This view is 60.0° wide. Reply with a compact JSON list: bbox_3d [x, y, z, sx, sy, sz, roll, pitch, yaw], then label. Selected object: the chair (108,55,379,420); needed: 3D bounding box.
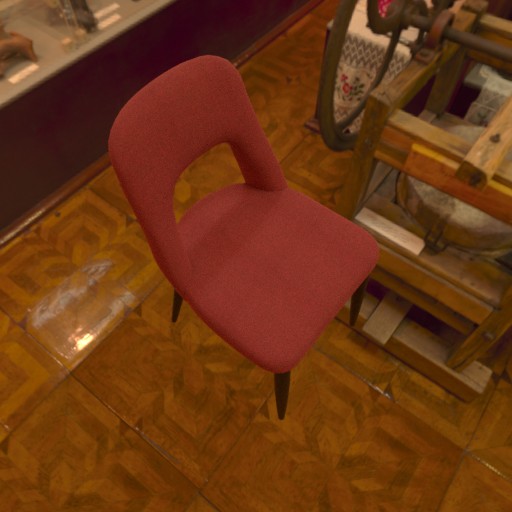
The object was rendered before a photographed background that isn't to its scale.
[{"bbox_3d":[0.000,0.000,1.224,0.569,0.892,0.483,35,64,20],"label":"chair"}]
